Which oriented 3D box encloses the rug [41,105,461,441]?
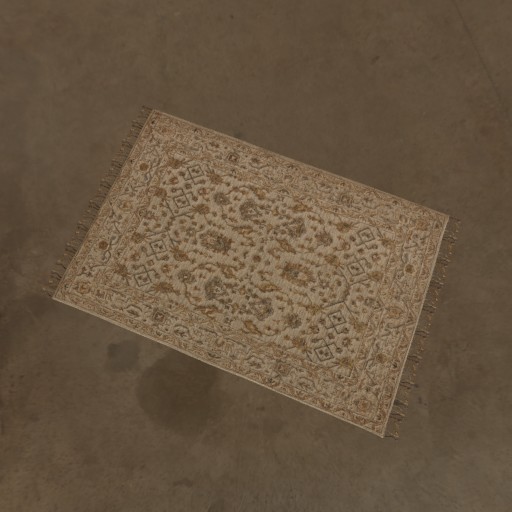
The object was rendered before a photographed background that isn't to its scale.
[{"bbox_3d":[0.000,0.000,2.957,2.434,0.027,1.529,21,76,6],"label":"rug"}]
